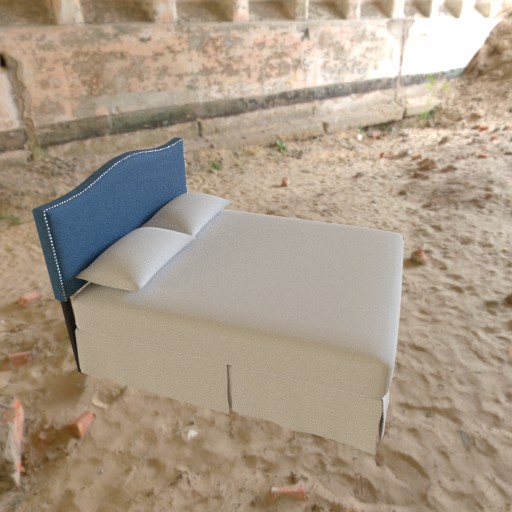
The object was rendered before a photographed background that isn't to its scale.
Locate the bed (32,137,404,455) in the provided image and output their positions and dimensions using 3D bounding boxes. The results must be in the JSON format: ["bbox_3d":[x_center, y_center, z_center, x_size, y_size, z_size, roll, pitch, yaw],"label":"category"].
[{"bbox_3d":[0.000,0.000,2.881,1.872,1.169,1.610,9,30,16],"label":"bed"}]
